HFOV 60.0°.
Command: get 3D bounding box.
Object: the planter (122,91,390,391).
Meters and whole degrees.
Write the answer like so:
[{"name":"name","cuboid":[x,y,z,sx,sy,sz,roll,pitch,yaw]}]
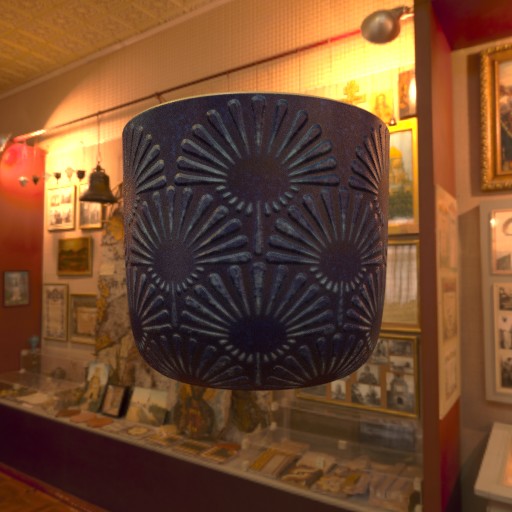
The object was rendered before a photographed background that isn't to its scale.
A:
[{"name":"planter","cuboid":[0.000,0.000,0.211,0.124,0.109,0.124,0,-3,0]}]
